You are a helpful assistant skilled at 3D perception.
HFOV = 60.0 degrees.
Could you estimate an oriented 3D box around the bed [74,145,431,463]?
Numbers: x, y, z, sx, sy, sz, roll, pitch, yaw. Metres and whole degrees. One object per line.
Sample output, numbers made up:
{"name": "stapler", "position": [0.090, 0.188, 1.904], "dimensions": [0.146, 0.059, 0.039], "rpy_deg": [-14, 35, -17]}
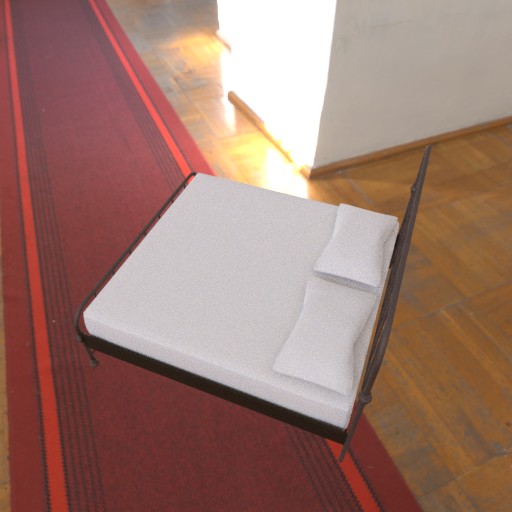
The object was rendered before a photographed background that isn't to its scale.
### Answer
{"name": "bed", "position": [0.000, 0.000, 3.483], "dimensions": [2.134, 1.446, 2.044], "rpy_deg": [16, 48, 15]}
